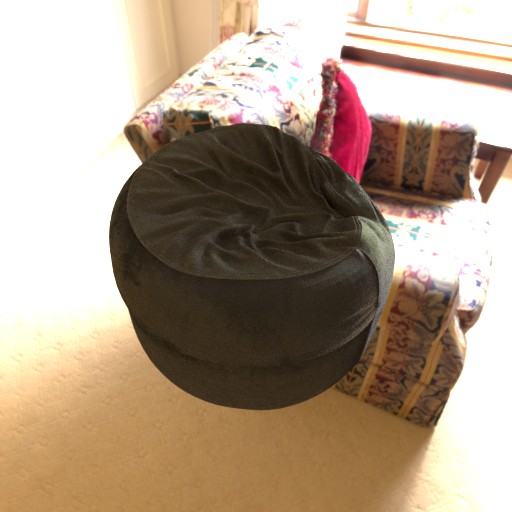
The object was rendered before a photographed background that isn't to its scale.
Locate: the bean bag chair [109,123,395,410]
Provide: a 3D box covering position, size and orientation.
[{"bbox_3d":[0.000,0.000,1.509,0.918,0.605,0.918,0,46,0],"label":"bean bag chair"}]
